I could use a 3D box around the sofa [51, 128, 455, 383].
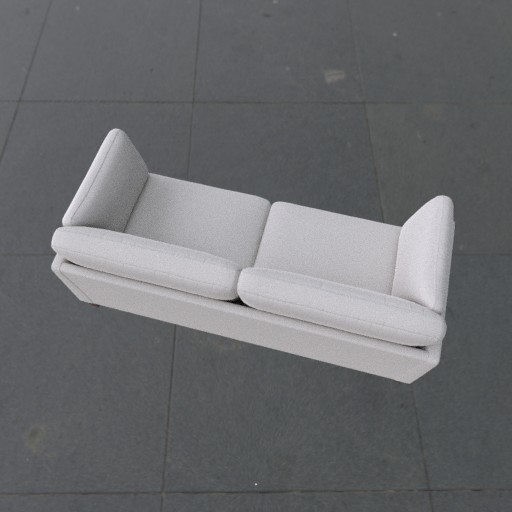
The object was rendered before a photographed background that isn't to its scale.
[{"bbox_3d":[0.000,0.000,2.826,2.301,0.863,0.957,13,64,7],"label":"sofa"}]
